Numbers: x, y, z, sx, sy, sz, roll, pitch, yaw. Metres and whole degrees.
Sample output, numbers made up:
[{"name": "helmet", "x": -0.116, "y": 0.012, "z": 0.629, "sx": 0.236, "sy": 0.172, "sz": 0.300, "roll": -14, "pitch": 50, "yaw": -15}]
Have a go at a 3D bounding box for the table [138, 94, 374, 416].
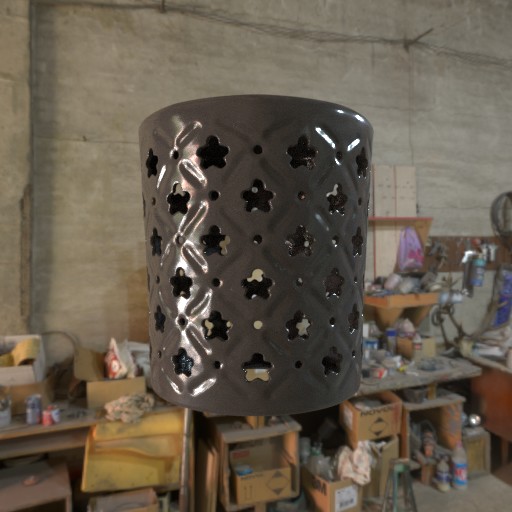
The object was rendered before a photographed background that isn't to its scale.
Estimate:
[{"name": "table", "x": 0.000, "y": 0.000, "z": 0.686, "sx": 0.352, "sy": 0.387, "sz": 0.352, "roll": 0, "pitch": 1, "yaw": 0}]
